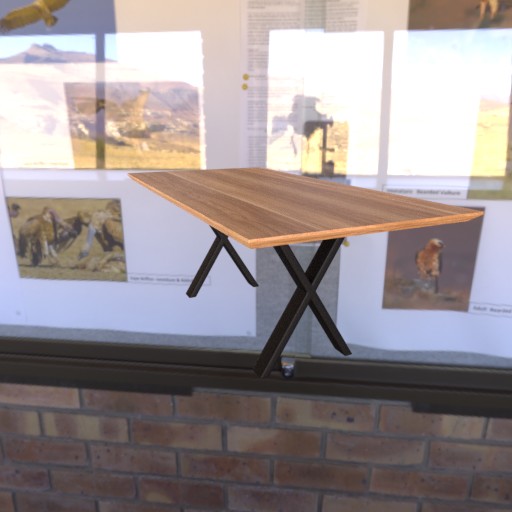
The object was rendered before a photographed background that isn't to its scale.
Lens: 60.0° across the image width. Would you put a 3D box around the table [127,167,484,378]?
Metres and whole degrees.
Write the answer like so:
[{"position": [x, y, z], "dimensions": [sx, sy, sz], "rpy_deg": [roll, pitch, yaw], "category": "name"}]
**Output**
[{"position": [0.000, 0.000, 2.482], "dimensions": [1.000, 0.770, 2.000], "rpy_deg": [-8, 18, -24], "category": "table"}]
